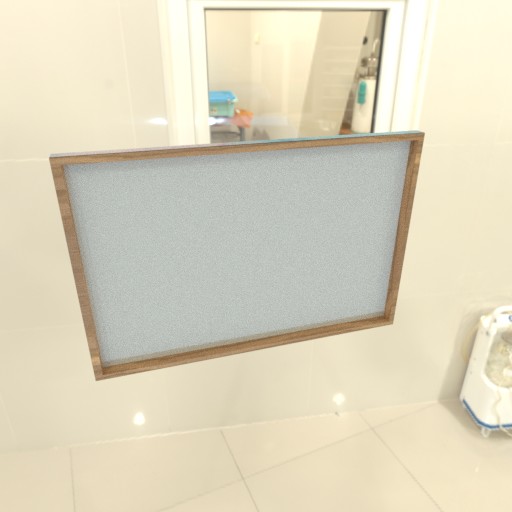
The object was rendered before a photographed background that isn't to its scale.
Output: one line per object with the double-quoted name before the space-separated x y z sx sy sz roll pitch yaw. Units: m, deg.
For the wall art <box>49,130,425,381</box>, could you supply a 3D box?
"wall art" 0.000 0.000 1.189 0.911 0.605 0.037 -8 28 -15
